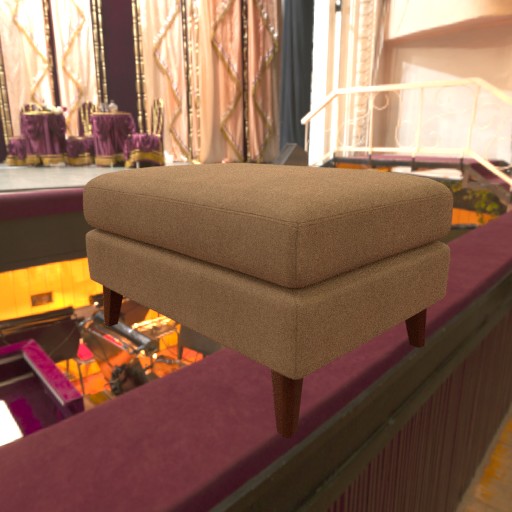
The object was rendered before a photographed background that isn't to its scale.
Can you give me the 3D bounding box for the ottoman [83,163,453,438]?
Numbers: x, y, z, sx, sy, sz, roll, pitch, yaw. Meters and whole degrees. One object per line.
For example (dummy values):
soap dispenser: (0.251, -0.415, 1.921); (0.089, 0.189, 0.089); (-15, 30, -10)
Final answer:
ottoman: (0.000, 0.000, 1.217); (0.610, 0.478, 0.823); (-14, 20, -42)
